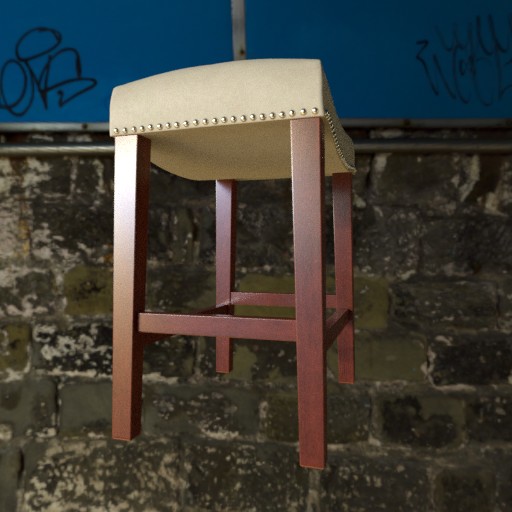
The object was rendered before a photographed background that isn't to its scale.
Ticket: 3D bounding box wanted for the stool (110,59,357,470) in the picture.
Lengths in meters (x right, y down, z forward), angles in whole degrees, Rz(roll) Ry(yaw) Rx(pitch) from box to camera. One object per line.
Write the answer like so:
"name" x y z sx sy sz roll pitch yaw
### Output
"stool" 0.000 0.000 0.938 0.375 0.632 0.509 0 0 18
